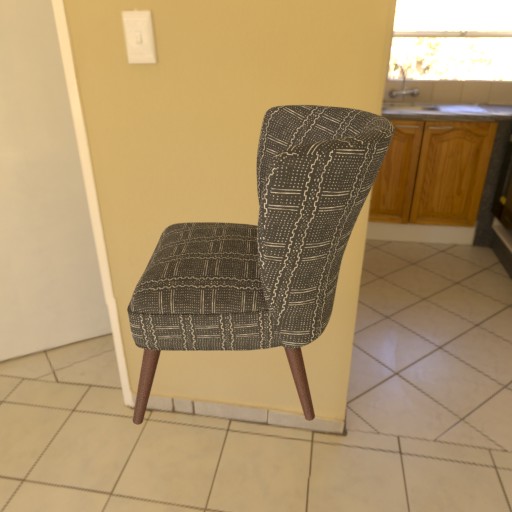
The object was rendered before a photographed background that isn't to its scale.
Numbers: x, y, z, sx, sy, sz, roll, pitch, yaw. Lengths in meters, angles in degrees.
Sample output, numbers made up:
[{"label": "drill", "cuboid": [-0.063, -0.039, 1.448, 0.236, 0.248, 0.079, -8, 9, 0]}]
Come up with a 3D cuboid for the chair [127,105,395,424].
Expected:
[{"label": "chair", "cuboid": [0.000, 0.000, 1.427, 0.758, 0.866, 0.710, 0, 26, 0]}]
